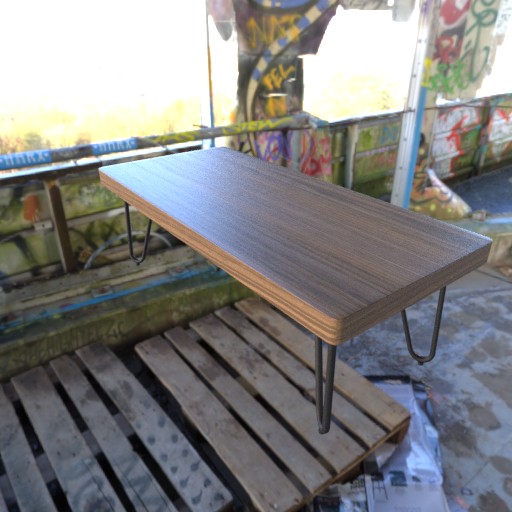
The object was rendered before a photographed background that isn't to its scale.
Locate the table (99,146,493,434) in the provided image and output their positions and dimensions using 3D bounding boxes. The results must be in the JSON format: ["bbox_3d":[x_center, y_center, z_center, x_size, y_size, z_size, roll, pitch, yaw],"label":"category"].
[{"bbox_3d":[0.000,0.000,1.655,0.637,0.468,1.375,-19,33,-33],"label":"table"}]
